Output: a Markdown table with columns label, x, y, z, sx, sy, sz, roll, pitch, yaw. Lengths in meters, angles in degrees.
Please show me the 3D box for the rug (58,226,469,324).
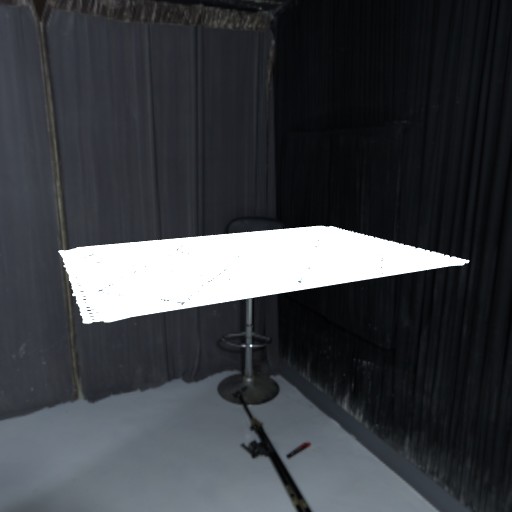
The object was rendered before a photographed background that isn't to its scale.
| label | x | y | z | sx | sy | sz | roll | pitch | yaw |
| --- | --- | --- | --- | --- | --- | --- | --- | --- | --- |
| rug | 0.000 | 0.000 | 2.917 | 2.307 | 0.031 | 1.494 | -7 | 15 | -26 |
